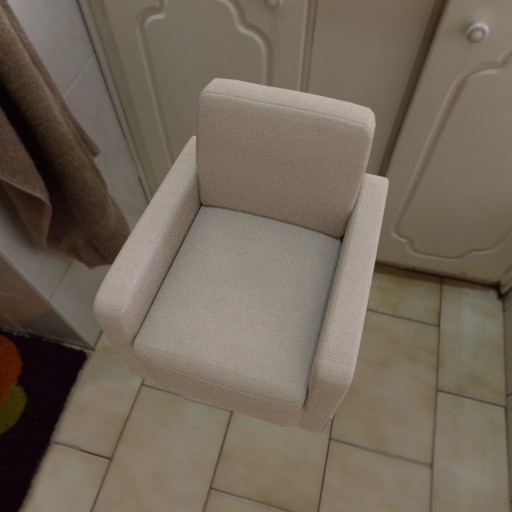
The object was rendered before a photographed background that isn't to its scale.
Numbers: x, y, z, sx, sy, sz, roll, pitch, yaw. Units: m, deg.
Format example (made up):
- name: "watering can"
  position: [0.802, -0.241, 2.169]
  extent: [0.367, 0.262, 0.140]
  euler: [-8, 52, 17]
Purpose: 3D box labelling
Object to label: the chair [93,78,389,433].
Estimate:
- name: "chair"
  position: [0.000, 0.000, 1.507]
  extent: [0.755, 0.827, 0.888]
  euler: [15, 59, 9]
